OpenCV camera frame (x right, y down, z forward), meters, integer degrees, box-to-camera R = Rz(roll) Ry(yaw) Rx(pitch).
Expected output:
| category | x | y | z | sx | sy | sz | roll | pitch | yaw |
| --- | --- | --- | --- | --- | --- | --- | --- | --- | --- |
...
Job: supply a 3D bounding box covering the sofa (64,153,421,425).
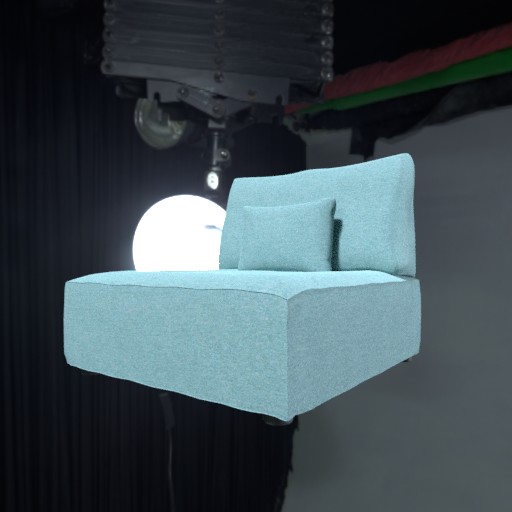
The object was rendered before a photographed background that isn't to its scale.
| category | x | y | z | sx | sy | sz | roll | pitch | yaw |
| --- | --- | --- | --- | --- | --- | --- | --- | --- | --- |
| sofa | 0.000 | 0.000 | 1.671 | 0.930 | 0.820 | 1.000 | -1 | -1 | 37 |
